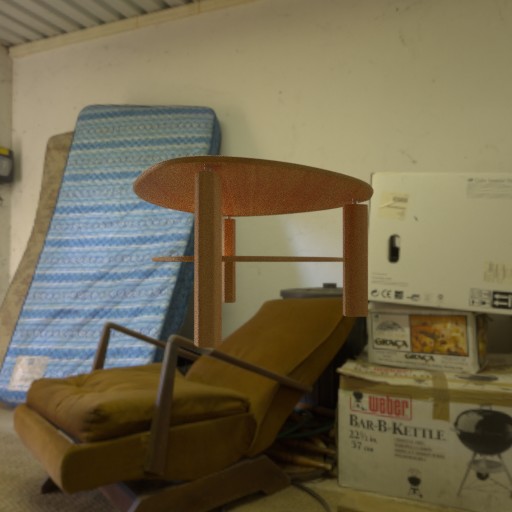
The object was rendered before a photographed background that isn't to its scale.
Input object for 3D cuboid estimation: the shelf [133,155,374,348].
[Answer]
[{"bbox_3d":[0.000,0.000,1.627,0.845,0.440,1.246,0,-1,-1],"label":"shelf"}]
